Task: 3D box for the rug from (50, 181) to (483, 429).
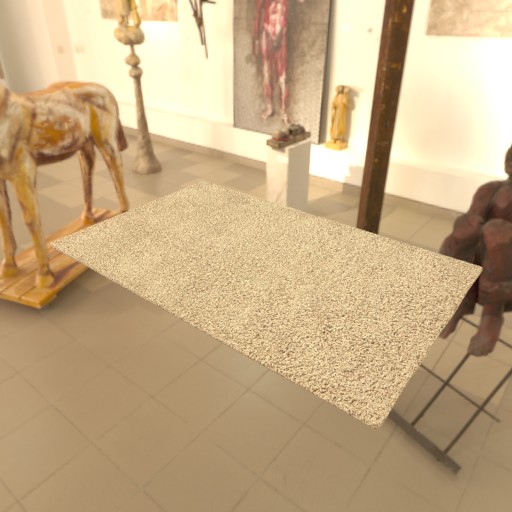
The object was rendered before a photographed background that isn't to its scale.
[{"bbox_3d":[0.000,0.000,2.920,2.438,0.030,1.524,22,37,32],"label":"rug"}]
